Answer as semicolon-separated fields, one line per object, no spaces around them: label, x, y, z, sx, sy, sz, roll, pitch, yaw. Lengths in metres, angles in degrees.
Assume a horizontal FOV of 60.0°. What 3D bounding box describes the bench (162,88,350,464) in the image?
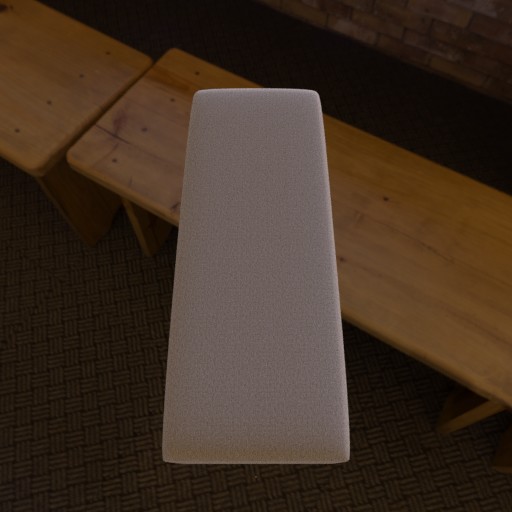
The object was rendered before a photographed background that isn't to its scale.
bench;0.000;0.000;1.879;0.631;0.383;1.598;0;64;0
